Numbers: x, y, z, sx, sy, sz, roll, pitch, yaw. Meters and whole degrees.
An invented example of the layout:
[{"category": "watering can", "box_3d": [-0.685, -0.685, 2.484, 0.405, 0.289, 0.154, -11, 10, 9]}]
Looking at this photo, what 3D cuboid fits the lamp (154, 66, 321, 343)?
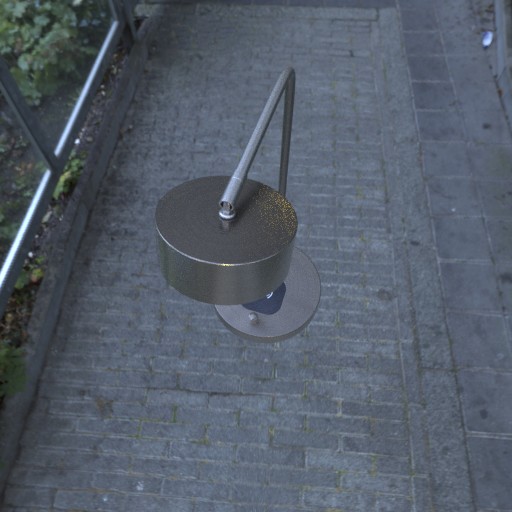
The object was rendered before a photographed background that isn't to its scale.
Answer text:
[{"category": "lamp", "box_3d": [0.000, 0.000, 0.640, 0.211, 0.469, 0.334, 15, 60, 9]}]
